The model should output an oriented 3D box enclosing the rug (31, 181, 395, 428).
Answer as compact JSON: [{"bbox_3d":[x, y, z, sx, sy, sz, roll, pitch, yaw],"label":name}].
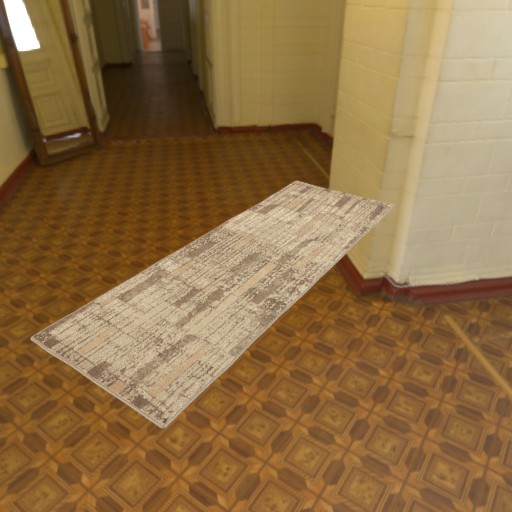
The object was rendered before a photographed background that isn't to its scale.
[{"bbox_3d":[0.000,0.000,2.640,0.857,0.018,2.383,20,36,30],"label":"rug"}]
